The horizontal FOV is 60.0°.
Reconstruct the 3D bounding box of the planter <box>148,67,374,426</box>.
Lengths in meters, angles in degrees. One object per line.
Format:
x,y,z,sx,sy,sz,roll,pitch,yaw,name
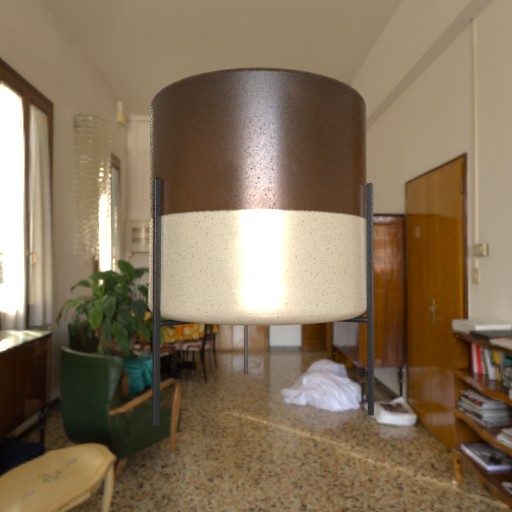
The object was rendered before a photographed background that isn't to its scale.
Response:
0.000,0.000,0.715,0.354,0.465,0.345,1,-1,-38,planter
